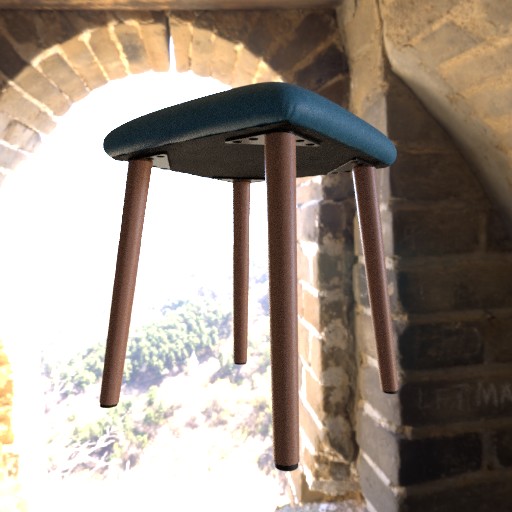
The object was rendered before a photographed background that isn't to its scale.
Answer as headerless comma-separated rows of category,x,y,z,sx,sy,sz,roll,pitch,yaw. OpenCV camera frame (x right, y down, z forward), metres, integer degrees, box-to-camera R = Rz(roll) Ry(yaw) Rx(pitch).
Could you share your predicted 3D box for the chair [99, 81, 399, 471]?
chair,0.000,0.000,0.699,0.360,0.450,0.360,0,1,37
